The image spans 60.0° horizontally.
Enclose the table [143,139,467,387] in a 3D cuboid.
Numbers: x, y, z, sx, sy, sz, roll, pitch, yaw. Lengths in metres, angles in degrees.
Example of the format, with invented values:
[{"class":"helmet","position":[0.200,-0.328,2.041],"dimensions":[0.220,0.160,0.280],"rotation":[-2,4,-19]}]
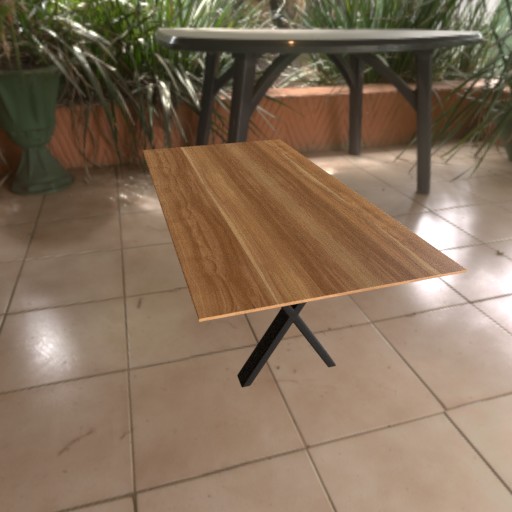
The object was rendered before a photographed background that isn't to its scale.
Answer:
[{"class":"table","position":[0.000,0.000,2.519],"dimensions":[1.000,0.770,2.000],"rotation":[-9,30,-15]}]
